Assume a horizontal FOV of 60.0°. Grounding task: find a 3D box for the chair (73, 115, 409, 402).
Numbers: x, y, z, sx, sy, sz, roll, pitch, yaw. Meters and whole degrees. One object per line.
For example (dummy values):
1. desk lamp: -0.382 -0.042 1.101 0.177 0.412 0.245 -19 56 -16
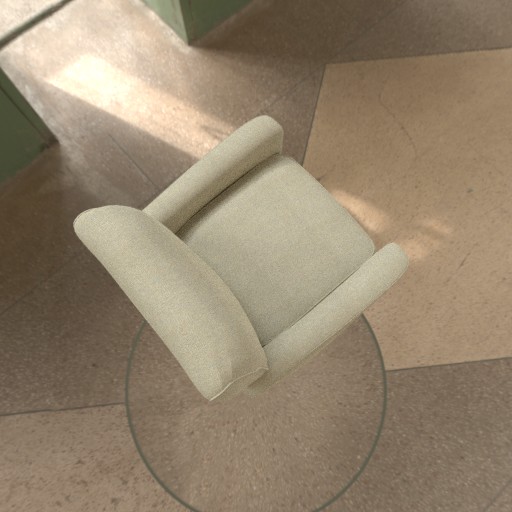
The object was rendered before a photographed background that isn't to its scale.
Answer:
1. chair: 0.000 0.000 1.693 0.853 1.006 0.850 -39 78 -10
